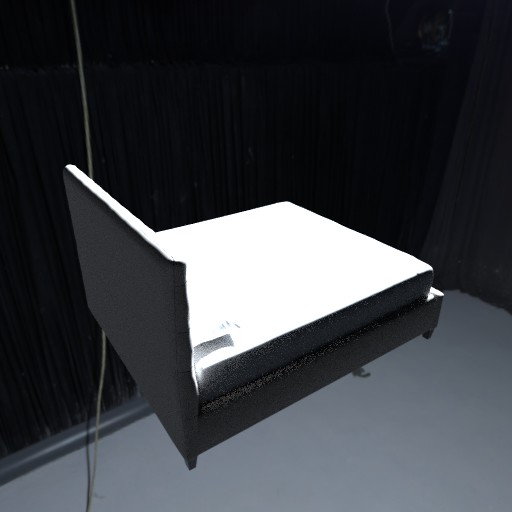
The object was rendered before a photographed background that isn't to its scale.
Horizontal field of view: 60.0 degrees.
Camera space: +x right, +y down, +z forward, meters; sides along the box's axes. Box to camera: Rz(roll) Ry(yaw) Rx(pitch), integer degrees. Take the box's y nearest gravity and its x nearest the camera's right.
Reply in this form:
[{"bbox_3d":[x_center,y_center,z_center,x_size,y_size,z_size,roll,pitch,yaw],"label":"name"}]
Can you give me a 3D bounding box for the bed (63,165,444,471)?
[{"bbox_3d":[0.000,0.000,3.686,2.387,1.427,2.078,-17,31,-30],"label":"bed"}]
